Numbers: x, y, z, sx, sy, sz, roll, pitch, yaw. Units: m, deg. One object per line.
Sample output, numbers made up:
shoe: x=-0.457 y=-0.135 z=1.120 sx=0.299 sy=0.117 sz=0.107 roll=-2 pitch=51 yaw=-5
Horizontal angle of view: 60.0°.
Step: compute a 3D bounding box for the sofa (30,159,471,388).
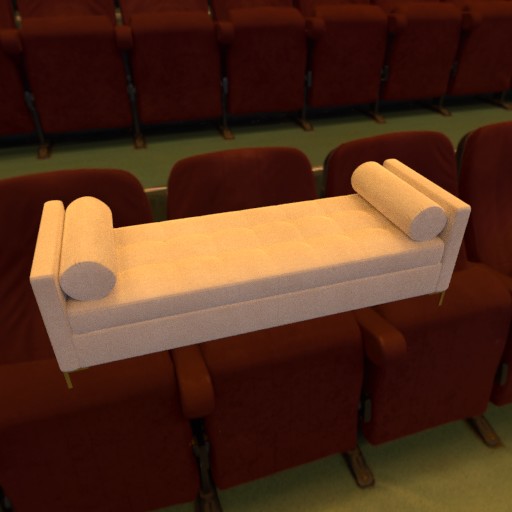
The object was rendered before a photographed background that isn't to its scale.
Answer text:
sofa: x=0.000 y=0.000 z=2.324 sx=1.981 sy=0.635 sz=0.686 roll=-10 pitch=34 yaw=-14
